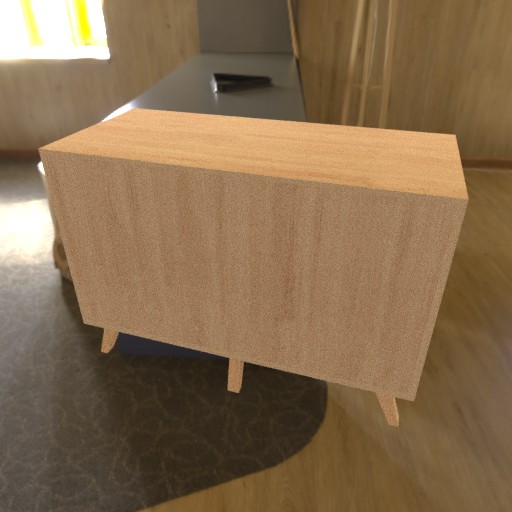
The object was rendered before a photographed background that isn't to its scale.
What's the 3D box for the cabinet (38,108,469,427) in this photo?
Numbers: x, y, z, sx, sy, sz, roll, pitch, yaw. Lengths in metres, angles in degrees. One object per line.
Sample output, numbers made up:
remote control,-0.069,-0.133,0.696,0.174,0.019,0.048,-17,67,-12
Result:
cabinet,0.000,0.000,1.491,1.110,0.780,0.500,10,33,15
